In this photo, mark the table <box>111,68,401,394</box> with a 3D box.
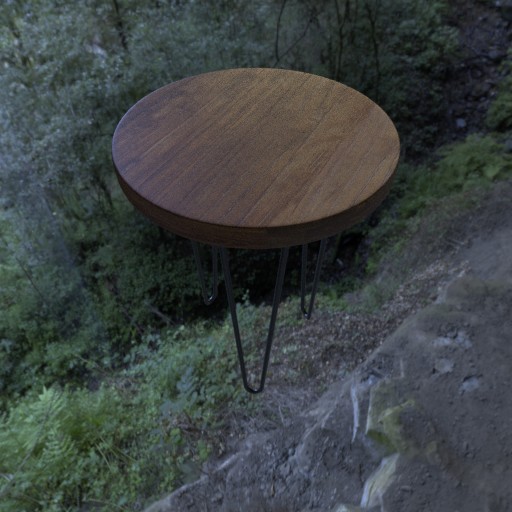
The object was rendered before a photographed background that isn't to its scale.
[{"bbox_3d":[0.000,0.000,0.814,0.400,0.520,0.400,0,47,0],"label":"table"}]
